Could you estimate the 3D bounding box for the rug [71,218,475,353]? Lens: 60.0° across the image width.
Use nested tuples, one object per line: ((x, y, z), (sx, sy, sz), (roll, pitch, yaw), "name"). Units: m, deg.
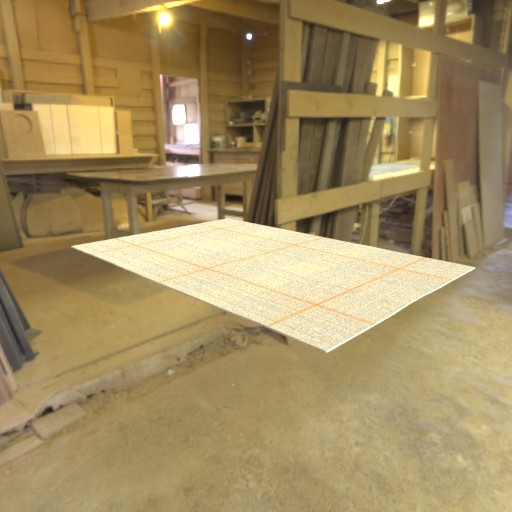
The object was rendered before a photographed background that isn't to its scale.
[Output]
((0.000, 0.000, 2.379), (1.825, 0.015, 1.232), (15, 21, 43), "rug")
